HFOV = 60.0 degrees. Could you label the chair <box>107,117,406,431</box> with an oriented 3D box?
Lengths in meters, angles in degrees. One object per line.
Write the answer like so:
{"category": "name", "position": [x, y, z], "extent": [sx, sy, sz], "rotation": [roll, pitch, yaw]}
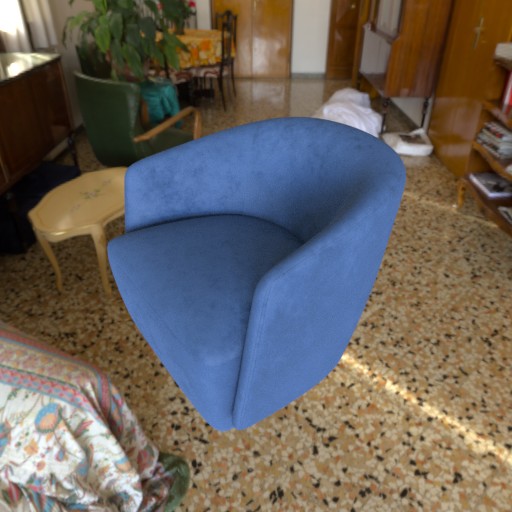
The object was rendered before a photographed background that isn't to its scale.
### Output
{"category": "chair", "position": [0.000, 0.000, 1.382], "extent": [0.767, 0.698, 0.773], "rotation": [-21, 38, -29]}
